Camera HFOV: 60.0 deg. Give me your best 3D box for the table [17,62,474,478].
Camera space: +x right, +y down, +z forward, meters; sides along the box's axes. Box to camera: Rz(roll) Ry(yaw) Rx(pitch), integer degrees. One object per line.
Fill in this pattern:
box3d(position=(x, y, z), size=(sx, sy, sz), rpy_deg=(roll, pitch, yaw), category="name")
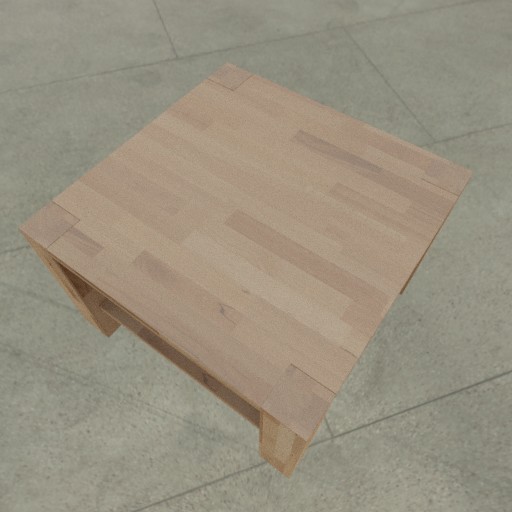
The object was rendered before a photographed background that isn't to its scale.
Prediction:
box3d(position=(0.000, 0.000, 1.138), size=(0.700, 0.451, 0.700), rpy_deg=(31, 62, 19), category="table")
